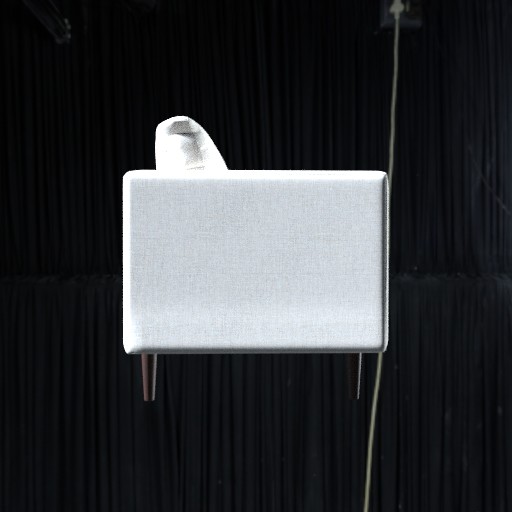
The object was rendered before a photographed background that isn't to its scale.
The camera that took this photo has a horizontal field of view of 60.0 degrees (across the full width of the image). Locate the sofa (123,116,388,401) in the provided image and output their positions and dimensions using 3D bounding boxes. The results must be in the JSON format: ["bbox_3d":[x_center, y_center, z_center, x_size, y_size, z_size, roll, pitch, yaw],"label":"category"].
[{"bbox_3d":[0.000,0.000,1.974,0.796,0.908,1.430,0,1,-1],"label":"sofa"}]
